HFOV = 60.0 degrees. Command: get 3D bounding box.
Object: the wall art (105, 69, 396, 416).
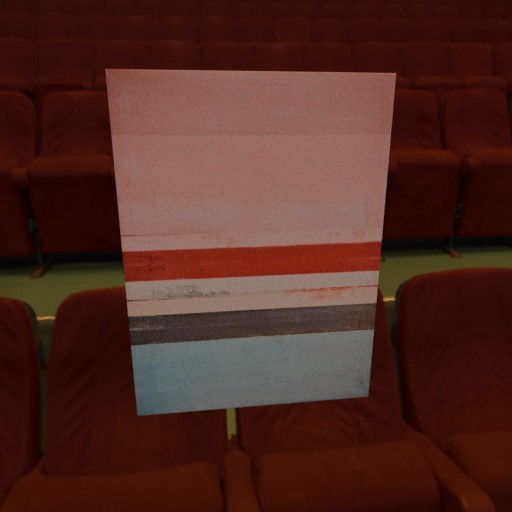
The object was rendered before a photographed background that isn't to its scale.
[{"bbox_3d":[0.000,0.000,1.319,0.761,1.016,0.039,-2,17,-7],"label":"wall art"}]
